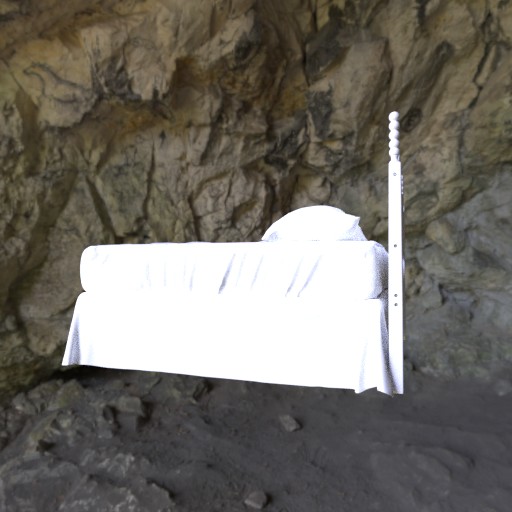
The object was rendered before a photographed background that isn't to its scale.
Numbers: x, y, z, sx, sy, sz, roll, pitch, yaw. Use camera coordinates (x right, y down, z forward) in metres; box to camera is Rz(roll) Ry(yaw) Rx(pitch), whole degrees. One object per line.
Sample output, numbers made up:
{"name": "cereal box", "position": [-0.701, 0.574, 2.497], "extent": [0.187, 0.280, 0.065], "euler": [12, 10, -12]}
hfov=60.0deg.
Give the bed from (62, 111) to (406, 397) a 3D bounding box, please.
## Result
{"name": "bed", "position": [0.000, 0.000, 3.207], "extent": [2.040, 1.356, 1.873], "euler": [0, -1, 19]}
